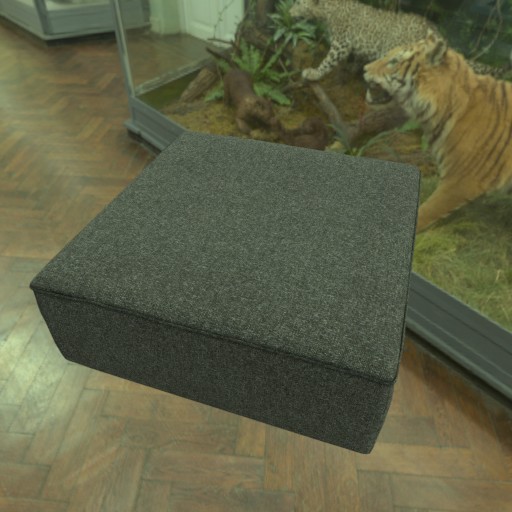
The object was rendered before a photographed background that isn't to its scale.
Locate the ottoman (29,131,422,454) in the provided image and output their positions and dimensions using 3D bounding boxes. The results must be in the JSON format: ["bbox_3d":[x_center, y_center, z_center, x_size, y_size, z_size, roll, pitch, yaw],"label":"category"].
[{"bbox_3d":[0.000,0.000,1.561,1.017,0.423,1.021,13,43,14],"label":"ottoman"}]
